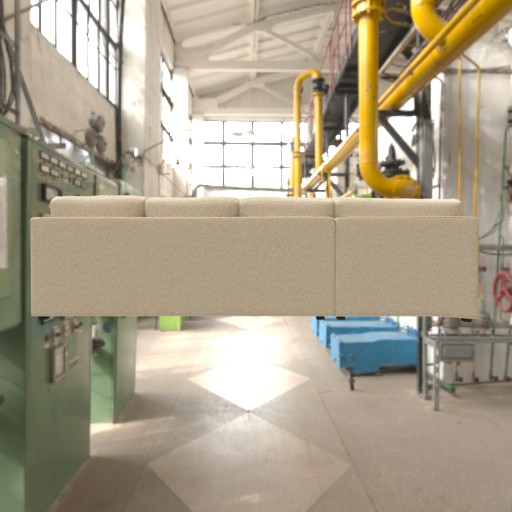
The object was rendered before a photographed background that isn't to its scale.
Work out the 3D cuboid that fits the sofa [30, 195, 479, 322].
[{"bbox_3d":[0.000,0.000,3.936,3.205,0.922,1.650,0,1,0],"label":"sofa"}]
